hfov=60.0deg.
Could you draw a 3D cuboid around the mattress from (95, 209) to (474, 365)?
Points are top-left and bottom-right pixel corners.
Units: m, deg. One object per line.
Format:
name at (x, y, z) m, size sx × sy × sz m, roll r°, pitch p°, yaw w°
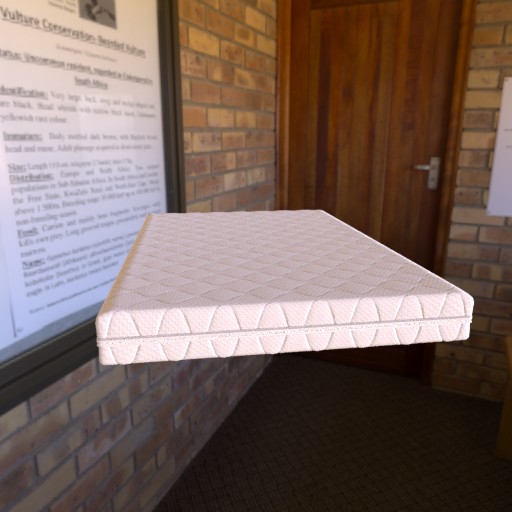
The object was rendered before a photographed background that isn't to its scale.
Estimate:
mattress at (0.000, 0.000, 2.556) m, size 1.400 × 0.200 × 2.000 m, roll -2°, pitch 16°, yaw -8°
